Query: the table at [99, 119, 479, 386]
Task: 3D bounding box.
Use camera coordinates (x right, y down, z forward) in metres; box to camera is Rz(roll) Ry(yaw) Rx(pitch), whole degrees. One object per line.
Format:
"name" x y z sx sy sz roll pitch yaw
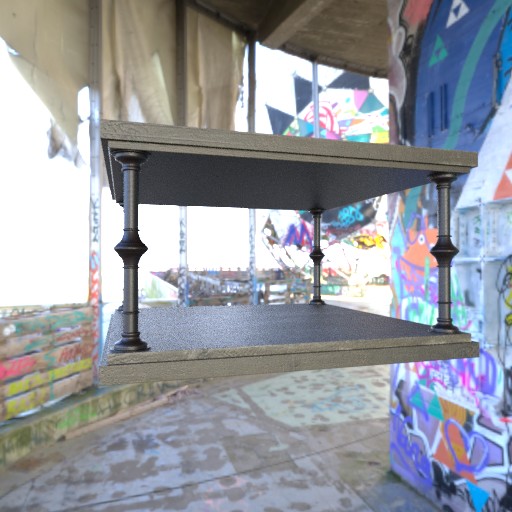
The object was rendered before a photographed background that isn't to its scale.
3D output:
"table" 0.000 0.000 1.096 0.696 0.400 0.696 0 -1 -17
